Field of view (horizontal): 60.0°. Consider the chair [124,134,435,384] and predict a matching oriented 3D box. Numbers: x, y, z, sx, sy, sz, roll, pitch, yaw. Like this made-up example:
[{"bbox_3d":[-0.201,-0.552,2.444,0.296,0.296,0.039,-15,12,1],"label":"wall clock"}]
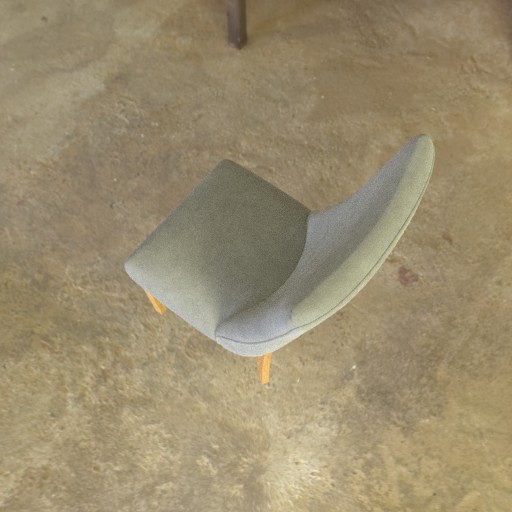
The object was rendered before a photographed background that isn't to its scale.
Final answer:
[{"bbox_3d":[0.000,0.000,1.235,0.610,0.902,0.495,34,69,15],"label":"chair"}]
